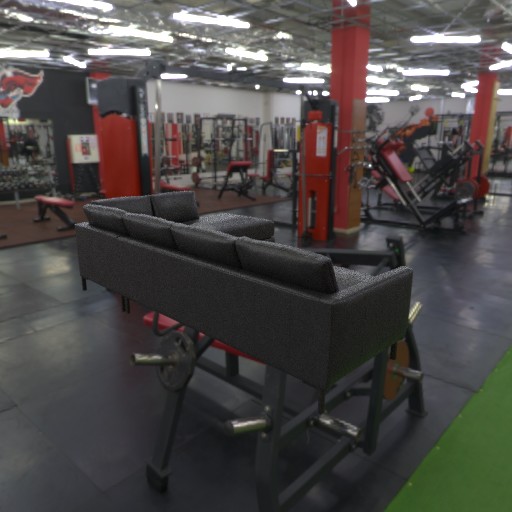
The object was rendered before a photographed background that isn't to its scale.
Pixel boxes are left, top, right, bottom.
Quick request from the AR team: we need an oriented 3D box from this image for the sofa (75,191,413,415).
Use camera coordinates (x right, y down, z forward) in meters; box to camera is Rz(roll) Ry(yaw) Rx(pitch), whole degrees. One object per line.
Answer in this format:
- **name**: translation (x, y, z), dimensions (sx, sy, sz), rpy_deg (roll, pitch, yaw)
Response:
- **sofa**: translation (0.000, 0.000, 3.890), dimensions (2.984, 0.877, 1.938), rpy_deg (14, 20, 43)
